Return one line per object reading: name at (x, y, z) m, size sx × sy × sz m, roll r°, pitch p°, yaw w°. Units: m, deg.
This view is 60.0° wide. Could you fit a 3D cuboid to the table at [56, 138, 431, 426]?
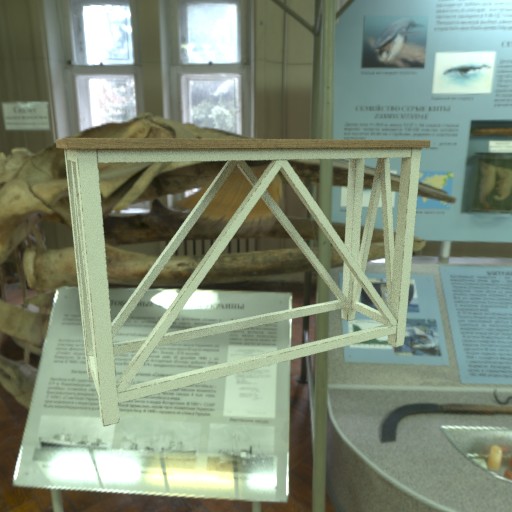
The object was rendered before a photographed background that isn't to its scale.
table at (0.000, 0.000, 1.835) m, size 1.400 × 0.930 × 0.450 m, roll -7°, pitch 16°, yaw -26°
